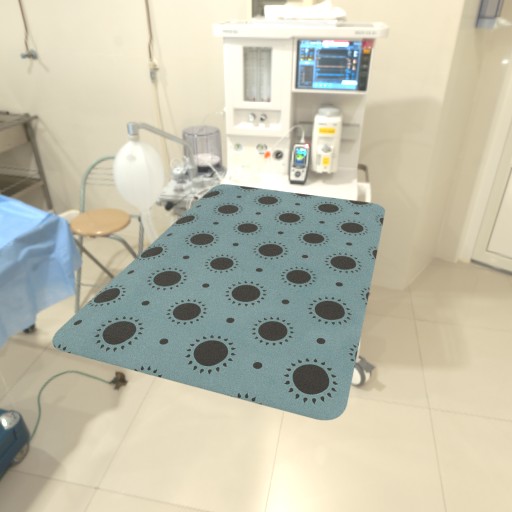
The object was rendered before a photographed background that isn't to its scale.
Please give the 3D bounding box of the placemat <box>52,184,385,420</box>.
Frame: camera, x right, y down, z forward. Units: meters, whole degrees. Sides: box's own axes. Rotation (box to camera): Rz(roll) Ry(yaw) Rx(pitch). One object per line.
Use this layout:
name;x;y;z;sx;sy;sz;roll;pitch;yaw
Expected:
placemat;0.000;0.000;0.986;0.508;0.021;0.762;10;33;16
